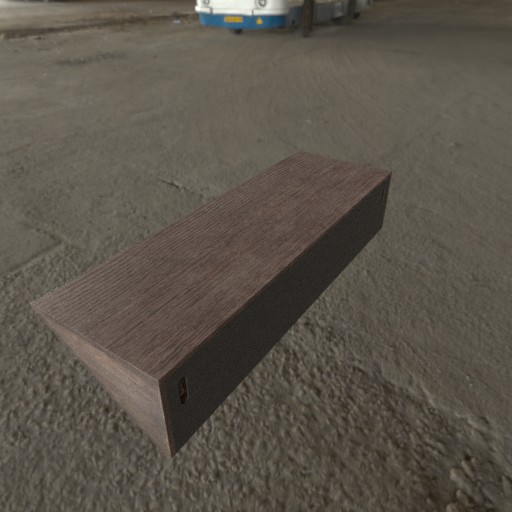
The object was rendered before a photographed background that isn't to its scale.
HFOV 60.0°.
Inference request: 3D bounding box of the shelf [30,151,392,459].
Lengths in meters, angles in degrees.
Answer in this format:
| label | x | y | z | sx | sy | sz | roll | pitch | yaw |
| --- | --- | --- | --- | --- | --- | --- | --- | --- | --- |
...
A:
| label | x | y | z | sx | sy | sz | roll | pitch | yaw |
| --- | --- | --- | --- | --- | --- | --- | --- | --- | --- |
| shelf | 0.000 | 0.000 | 0.697 | 0.200 | 0.125 | 0.610 | 20 | 38 | 28 |
